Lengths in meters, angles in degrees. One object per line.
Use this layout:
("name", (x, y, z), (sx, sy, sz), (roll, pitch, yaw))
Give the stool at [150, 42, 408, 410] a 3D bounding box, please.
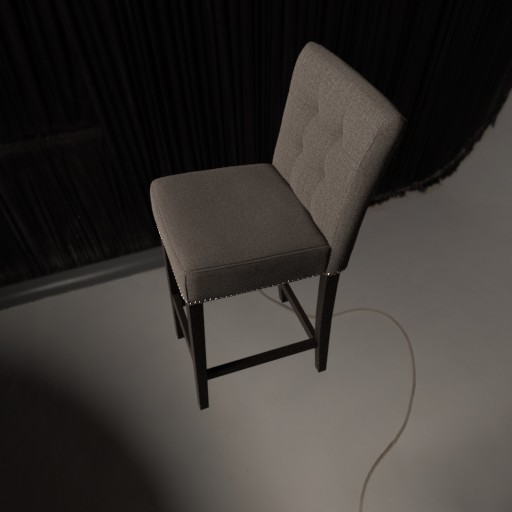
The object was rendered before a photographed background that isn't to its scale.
("stool", (0.000, 0.000, 1.337), (0.548, 1.047, 0.411), (-16, 49, -14))
